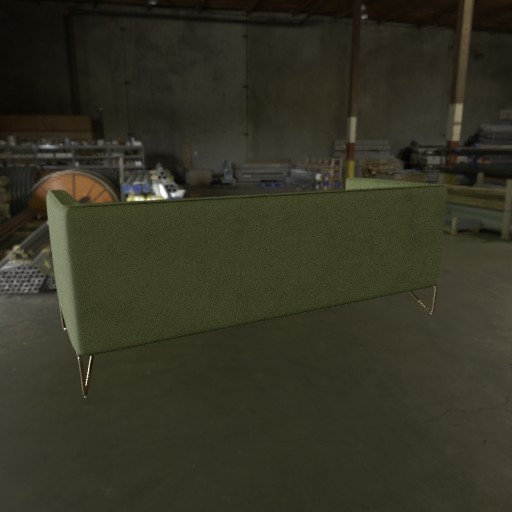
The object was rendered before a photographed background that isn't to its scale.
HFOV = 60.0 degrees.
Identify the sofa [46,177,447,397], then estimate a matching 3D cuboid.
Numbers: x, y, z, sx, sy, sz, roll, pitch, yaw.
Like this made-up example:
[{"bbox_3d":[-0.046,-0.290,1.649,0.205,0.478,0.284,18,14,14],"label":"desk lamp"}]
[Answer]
[{"bbox_3d":[0.000,0.000,2.527,2.087,0.789,0.867,-7,16,-27],"label":"sofa"}]
